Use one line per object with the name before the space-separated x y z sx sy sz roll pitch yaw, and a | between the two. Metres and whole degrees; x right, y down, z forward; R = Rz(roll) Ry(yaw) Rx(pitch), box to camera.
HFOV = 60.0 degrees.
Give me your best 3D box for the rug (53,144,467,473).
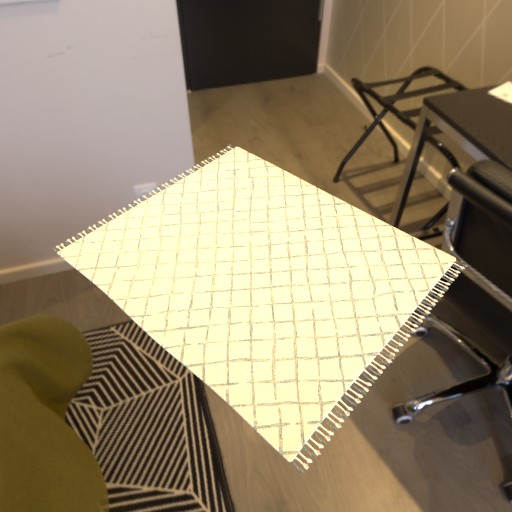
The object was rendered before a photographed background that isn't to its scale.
rug | 0.000 0.000 4.877 3.585 0.036 2.892 33 54 28
